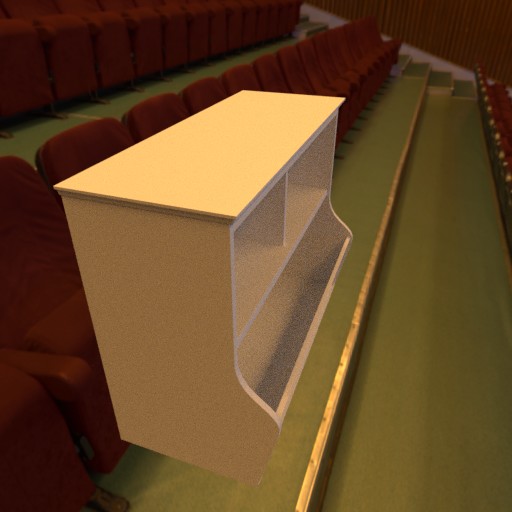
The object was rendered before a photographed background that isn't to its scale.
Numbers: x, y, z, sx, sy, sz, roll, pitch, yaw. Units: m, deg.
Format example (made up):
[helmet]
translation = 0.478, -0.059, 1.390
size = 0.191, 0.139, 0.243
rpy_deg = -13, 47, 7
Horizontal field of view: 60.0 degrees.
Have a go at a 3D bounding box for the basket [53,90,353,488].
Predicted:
[basket]
translation = 0.000, 0.000, 1.110
size = 0.376, 0.625, 0.792
rpy_deg = 11, 33, 17
